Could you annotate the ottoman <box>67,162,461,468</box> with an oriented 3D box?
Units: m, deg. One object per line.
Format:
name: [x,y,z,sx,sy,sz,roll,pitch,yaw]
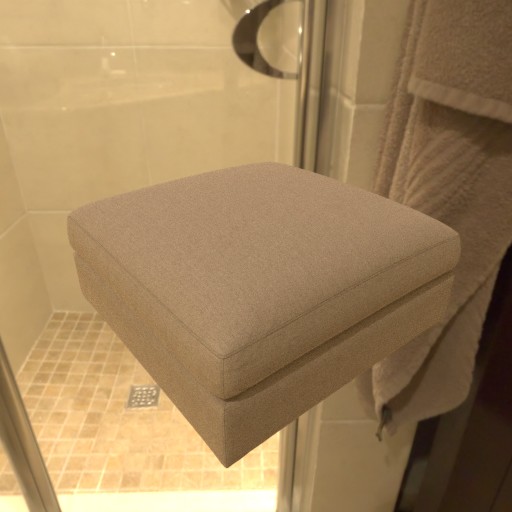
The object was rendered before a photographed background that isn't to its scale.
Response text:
ottoman: [0.000,0.000,1.640,1.041,0.470,1.041,-21,35,-33]
